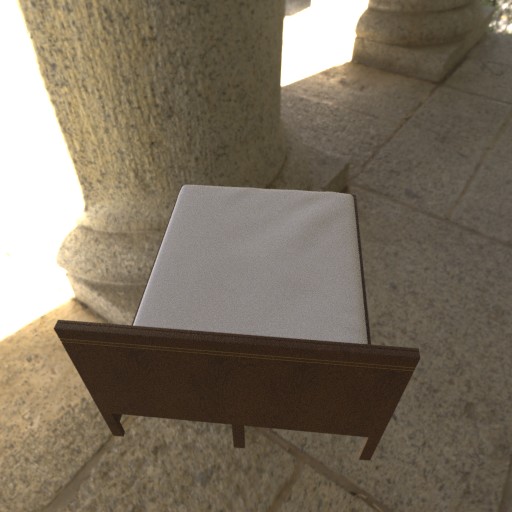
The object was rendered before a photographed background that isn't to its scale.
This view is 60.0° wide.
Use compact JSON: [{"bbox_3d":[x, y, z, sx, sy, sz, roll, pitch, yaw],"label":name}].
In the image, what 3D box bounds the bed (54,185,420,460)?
[{"bbox_3d":[0.000,0.000,3.123,1.613,1.169,2.221,4,46,4],"label":"bed"}]
